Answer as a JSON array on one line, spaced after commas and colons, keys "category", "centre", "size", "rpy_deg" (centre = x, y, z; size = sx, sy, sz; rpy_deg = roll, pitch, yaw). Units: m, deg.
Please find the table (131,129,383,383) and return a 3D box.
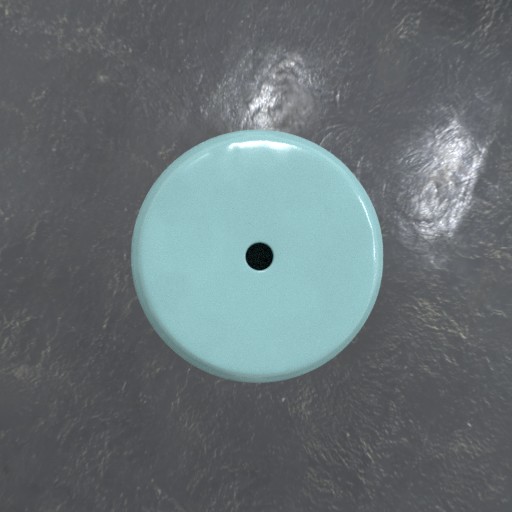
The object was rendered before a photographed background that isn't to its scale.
[{"category": "table", "centre": [0.000, 0.000, 0.621], "size": [0.309, 0.397, 0.309], "rpy_deg": [0, 90, -1]}]
